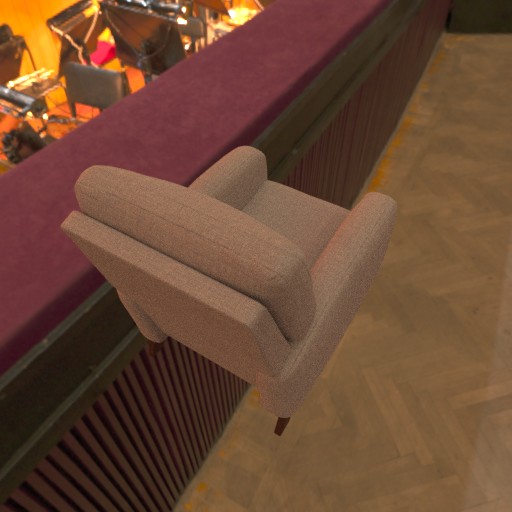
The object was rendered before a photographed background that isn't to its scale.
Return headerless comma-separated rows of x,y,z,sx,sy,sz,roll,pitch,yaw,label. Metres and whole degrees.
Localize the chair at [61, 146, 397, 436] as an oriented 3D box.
0.000,0.000,1.622,0.762,0.990,0.990,25,52,21,chair
